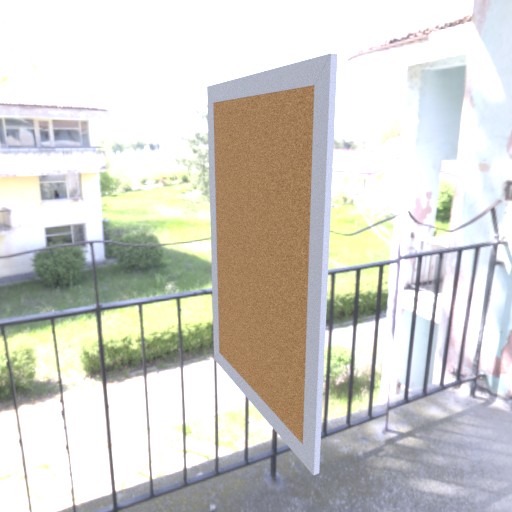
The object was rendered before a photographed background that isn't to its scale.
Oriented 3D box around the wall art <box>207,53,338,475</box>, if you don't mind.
[{"bbox_3d":[0.000,0.000,0.861,0.011,0.659,0.454,-8,17,-26],"label":"wall art"}]
